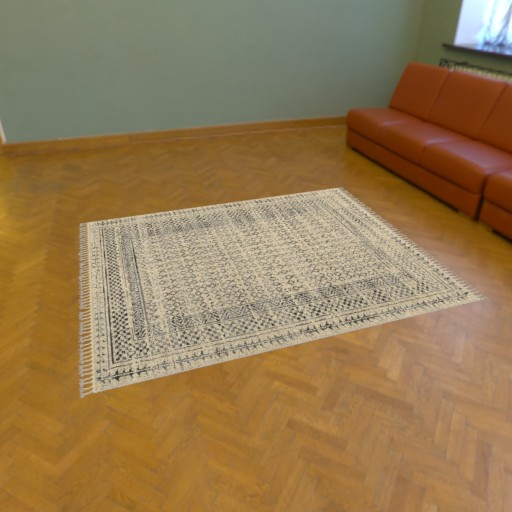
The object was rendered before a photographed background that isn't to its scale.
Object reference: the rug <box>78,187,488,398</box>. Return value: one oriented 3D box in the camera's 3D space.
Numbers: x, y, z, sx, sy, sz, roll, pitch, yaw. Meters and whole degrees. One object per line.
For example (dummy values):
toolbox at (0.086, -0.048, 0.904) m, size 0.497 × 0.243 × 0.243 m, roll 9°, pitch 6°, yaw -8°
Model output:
rug at (0.000, 0.000, 3.863) m, size 2.940 × 0.013 × 2.312 m, roll -10°, pitch 33°, yaw -16°
